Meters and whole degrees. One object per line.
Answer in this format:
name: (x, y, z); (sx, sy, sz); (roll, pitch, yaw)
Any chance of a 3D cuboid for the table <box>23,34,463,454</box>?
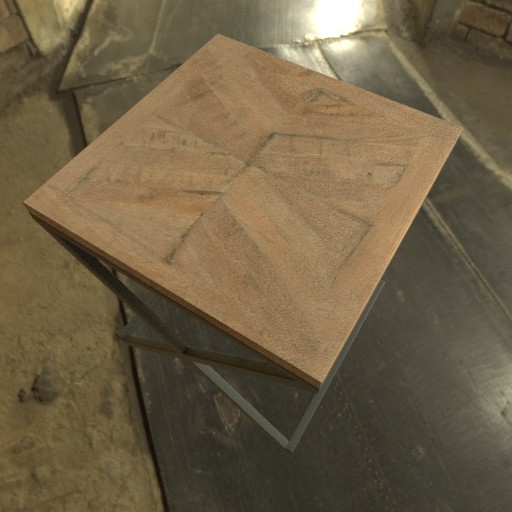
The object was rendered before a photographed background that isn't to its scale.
table: (0.000, 0.000, 0.919); (0.498, 0.550, 0.499); (28, 62, 16)
